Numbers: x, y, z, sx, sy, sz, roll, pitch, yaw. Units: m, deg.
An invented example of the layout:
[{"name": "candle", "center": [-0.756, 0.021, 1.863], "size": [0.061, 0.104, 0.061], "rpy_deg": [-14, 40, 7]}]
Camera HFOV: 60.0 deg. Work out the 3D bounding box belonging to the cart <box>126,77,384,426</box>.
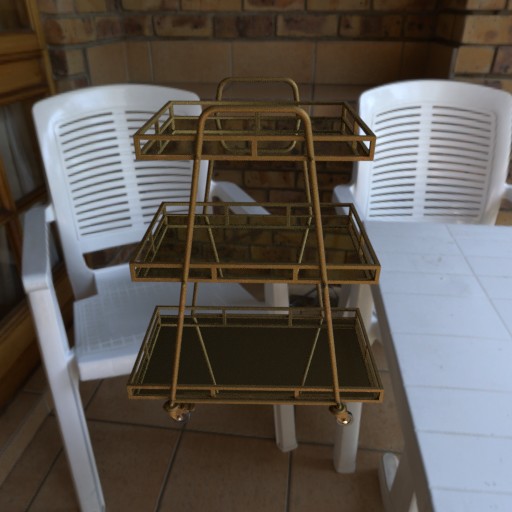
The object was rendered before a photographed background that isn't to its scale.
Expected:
[{"name": "cart", "center": [0.000, 0.000, 1.236], "size": [0.711, 0.883, 0.441], "rpy_deg": [1, 29, 1]}]
